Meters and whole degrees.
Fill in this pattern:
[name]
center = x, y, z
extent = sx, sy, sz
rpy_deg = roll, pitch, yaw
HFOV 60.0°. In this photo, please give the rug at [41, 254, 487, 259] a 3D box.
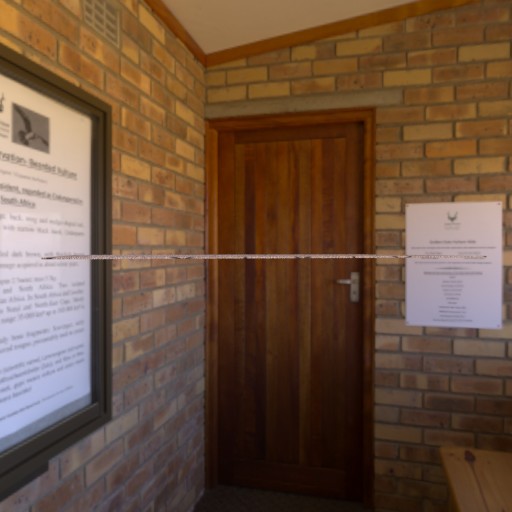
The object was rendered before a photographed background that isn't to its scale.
[rug]
center = 0.000, 0.000, 3.049
extent = 2.465, 0.008, 1.526
rpy_deg = 0, 1, -17
